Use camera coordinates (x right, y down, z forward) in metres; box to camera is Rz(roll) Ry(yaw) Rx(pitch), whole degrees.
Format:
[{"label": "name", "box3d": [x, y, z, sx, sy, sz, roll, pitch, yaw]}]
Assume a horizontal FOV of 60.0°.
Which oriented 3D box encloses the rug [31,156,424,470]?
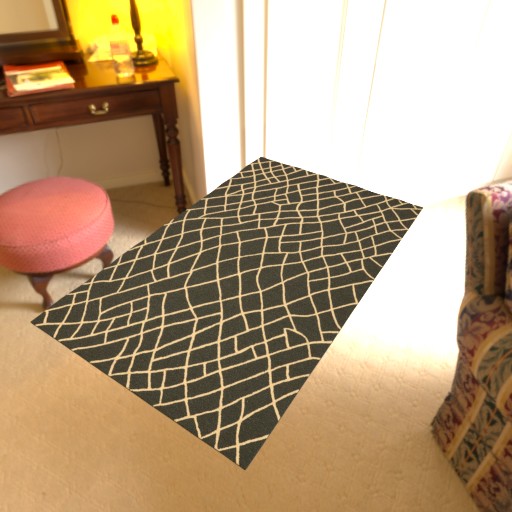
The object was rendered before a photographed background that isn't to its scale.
[{"label": "rug", "box3d": [0.000, 0.000, 3.025, 1.529, 0.017, 2.448, 23, 46, 25]}]
